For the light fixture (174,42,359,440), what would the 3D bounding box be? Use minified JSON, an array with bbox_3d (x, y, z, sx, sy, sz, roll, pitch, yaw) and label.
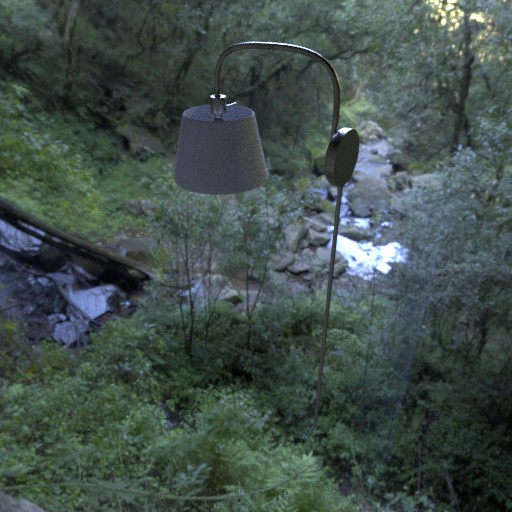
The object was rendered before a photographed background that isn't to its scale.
[{"bbox_3d":[0.000,0.000,0.457,0.176,0.399,0.092,20,37,29],"label":"light fixture"}]
